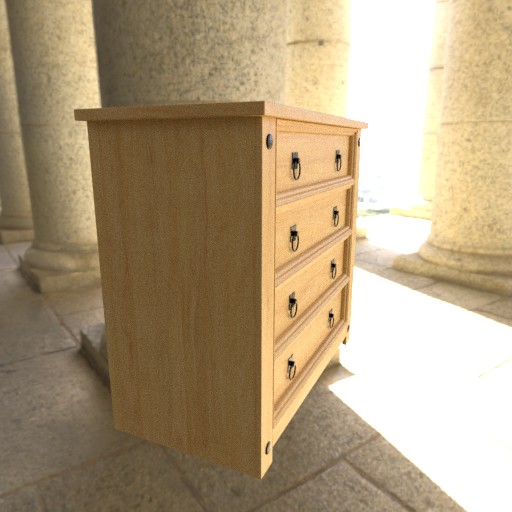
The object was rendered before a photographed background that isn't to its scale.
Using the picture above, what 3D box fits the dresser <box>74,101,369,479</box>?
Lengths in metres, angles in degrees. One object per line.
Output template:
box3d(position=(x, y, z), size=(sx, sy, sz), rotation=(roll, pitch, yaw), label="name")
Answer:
box3d(position=(0.000, 0.000, 1.221), size=(0.410, 0.730, 0.800), rotation=(7, 16, 25), label="dresser")
